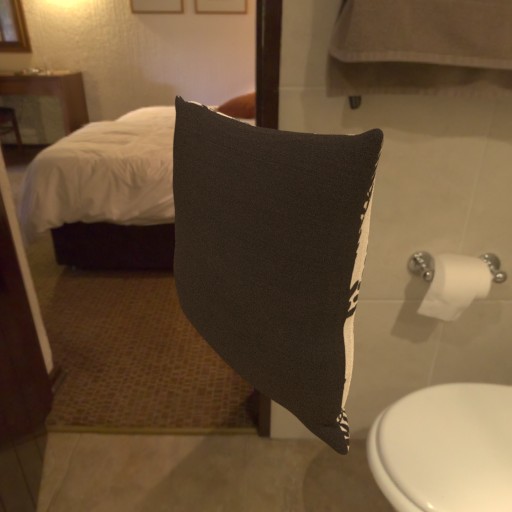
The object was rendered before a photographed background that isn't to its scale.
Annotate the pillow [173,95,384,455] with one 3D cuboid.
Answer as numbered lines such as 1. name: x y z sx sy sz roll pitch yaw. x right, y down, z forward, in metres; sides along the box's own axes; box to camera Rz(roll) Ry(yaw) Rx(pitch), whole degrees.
1. pillow: 0.000 0.000 0.677 0.182 0.441 0.440 -18 32 -32
